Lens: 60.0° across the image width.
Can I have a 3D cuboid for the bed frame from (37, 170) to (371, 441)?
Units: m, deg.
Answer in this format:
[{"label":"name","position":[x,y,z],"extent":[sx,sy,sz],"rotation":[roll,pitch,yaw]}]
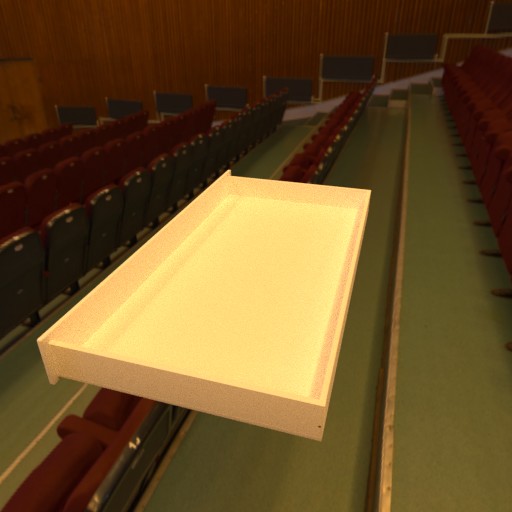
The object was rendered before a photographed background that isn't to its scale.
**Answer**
[{"label":"bed frame","position":[0.000,0.000,1.518],"extent":[0.670,0.141,1.300],"rotation":[8,30,15]}]
